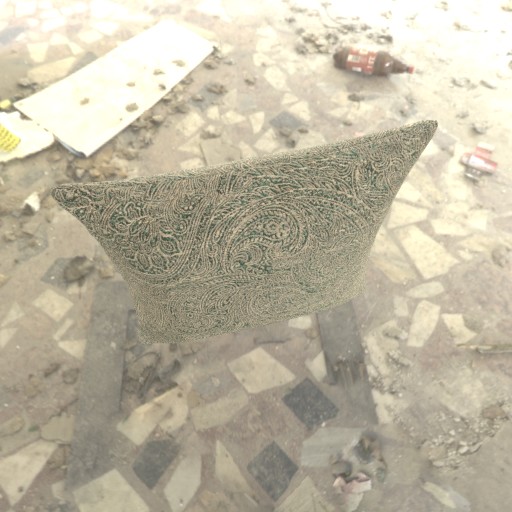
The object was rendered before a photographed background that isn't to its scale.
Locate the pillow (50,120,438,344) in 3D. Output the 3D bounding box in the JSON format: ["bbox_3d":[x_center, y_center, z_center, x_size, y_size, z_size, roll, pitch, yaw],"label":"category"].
[{"bbox_3d":[0.000,0.000,0.792,0.526,0.507,0.166,-12,58,-8],"label":"pillow"}]
